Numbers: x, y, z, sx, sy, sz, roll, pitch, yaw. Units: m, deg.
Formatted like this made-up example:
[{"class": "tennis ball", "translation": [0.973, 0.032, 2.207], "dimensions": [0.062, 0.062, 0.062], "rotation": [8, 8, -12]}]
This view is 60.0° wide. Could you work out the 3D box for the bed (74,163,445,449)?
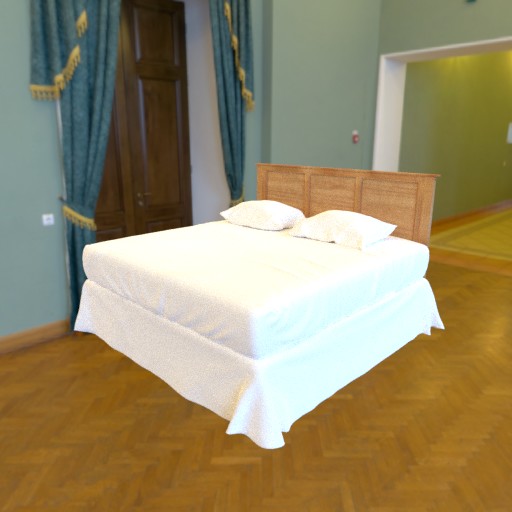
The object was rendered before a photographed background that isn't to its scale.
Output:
[{"class": "bed", "translation": [0.000, 0.000, 3.552], "dimensions": [2.317, 1.270, 2.215], "rotation": [15, 21, 43]}]
